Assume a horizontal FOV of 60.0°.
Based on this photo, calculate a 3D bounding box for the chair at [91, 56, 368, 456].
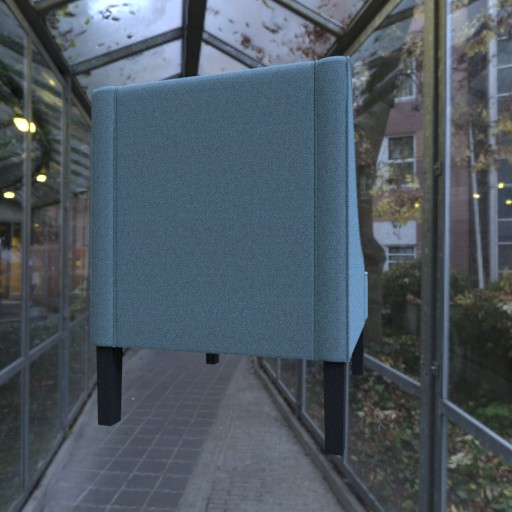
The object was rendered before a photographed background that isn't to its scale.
[{"bbox_3d":[0.000,0.000,1.832,0.857,1.133,1.025,0,0,17],"label":"chair"}]
